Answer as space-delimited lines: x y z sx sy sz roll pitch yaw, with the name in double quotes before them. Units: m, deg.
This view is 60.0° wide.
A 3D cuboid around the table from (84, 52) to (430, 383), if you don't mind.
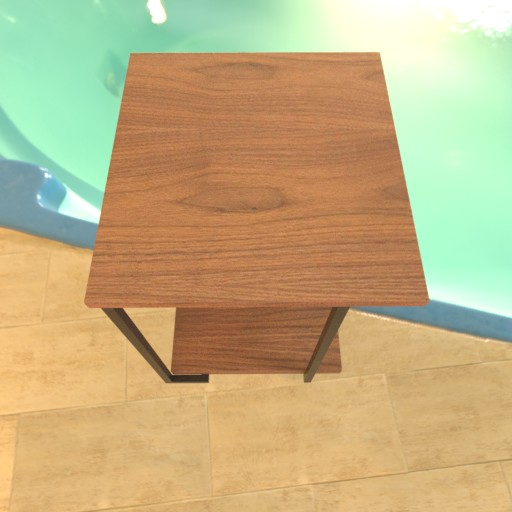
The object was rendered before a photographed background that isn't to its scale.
"table" 0.000 0.000 0.837 0.384 0.567 0.411 0 62 0
